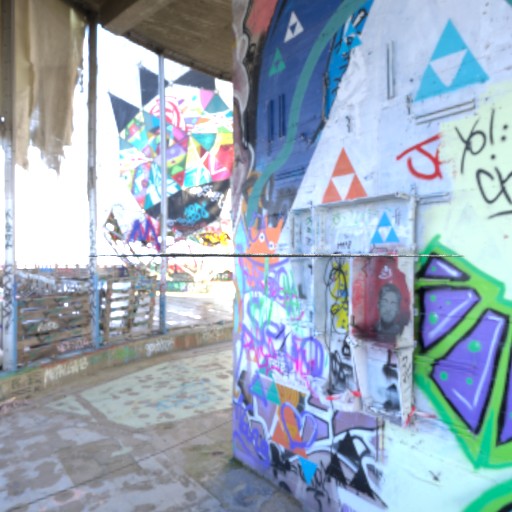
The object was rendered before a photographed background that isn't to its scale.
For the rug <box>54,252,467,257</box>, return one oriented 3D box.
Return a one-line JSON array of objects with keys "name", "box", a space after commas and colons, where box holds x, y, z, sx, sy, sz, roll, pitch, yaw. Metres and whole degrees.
[{"name": "rug", "box": [0.000, 0.000, 4.155, 3.021, 0.013, 2.432, 0, 0, -36]}]
